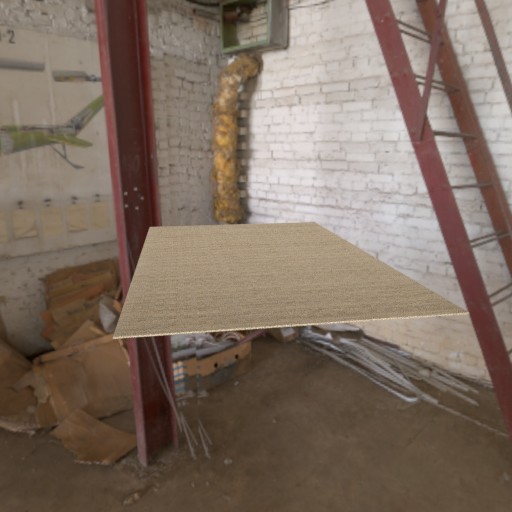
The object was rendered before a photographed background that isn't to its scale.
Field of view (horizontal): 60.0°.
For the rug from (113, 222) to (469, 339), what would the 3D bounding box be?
[{"bbox_3d":[0.000,0.000,2.219,1.142,0.006,1.752,-2,15,-9],"label":"rug"}]
